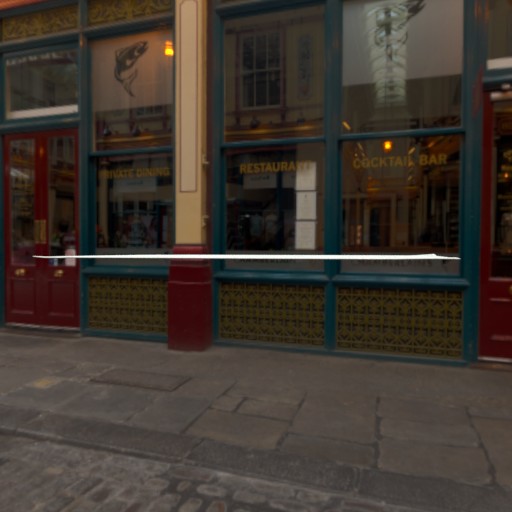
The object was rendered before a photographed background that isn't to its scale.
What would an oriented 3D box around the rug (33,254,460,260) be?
[{"bbox_3d":[0.000,0.000,3.090,2.434,0.023,1.518,0,1,18],"label":"rug"}]
